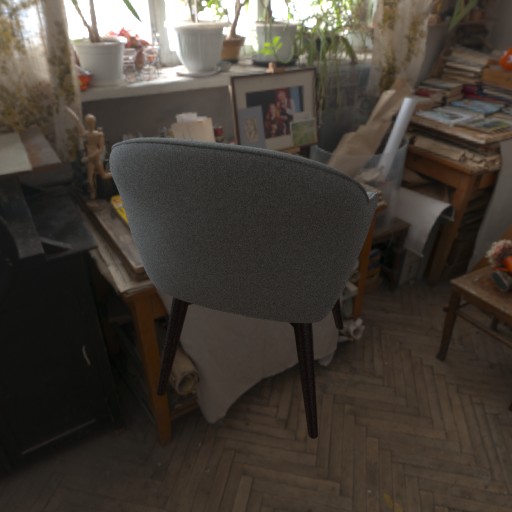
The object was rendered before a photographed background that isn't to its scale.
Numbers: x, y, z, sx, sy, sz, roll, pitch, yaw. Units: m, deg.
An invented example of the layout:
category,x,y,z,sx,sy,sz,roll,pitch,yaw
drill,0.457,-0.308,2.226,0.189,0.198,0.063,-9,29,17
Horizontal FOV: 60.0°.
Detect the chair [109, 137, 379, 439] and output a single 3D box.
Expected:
category,x,y,z,sx,sy,sz,roll,pitch,yaw
chair,0.000,0.000,1.212,0.589,0.810,0.611,10,34,15
